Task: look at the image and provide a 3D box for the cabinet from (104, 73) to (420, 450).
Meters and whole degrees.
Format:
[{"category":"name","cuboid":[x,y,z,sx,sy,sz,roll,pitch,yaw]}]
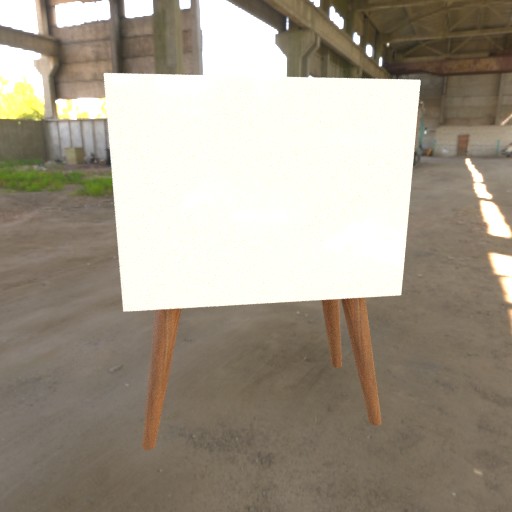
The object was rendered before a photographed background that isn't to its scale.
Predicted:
[{"category":"cabinet","cuboid":[0.000,0.000,1.075,0.591,0.772,0.344,-2,15,-9]}]
